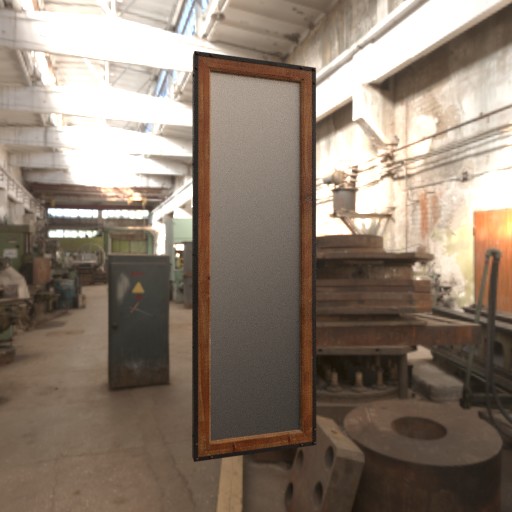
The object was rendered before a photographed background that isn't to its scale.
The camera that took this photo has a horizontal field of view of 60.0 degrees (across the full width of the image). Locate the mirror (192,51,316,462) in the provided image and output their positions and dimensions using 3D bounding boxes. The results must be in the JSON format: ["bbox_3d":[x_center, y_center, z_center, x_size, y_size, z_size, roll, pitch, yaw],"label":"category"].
[{"bbox_3d":[0.000,0.000,1.226,0.354,1.080,0.042,0,0,-17],"label":"mirror"}]
